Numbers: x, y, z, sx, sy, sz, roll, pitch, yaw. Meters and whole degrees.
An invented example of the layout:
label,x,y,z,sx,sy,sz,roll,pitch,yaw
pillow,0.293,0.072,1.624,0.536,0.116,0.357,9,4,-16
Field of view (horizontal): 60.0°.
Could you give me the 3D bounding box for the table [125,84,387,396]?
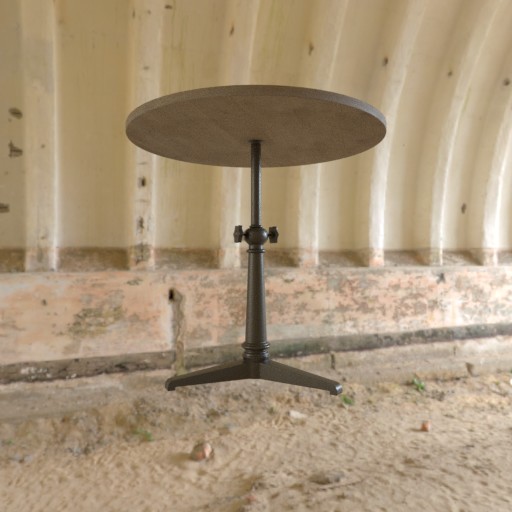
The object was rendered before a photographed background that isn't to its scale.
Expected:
label,x,y,z,sx,sy,sz,roll,pitch,yaw
table,0.000,0.000,1.413,0.800,0.780,0.800,0,-1,0
